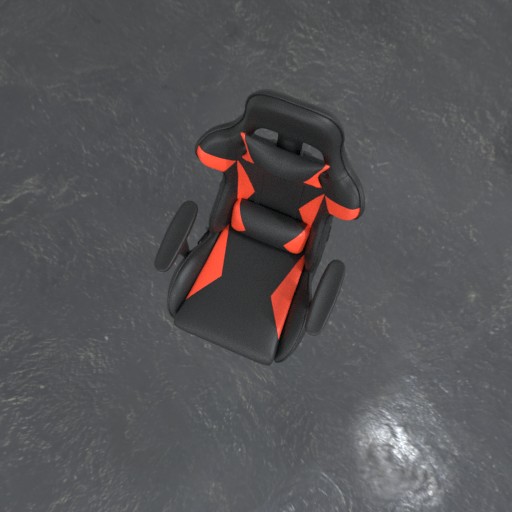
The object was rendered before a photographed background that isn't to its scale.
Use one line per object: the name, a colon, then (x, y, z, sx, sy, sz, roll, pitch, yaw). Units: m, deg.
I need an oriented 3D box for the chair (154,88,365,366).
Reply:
chair: (0.000, 0.000, 1.702, 0.695, 1.282, 0.730, 22, 77, 5)
